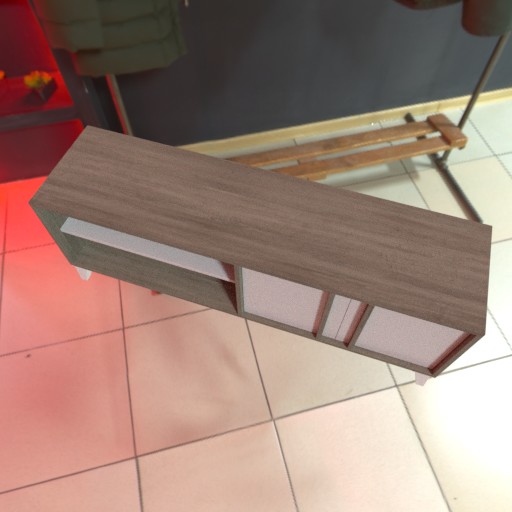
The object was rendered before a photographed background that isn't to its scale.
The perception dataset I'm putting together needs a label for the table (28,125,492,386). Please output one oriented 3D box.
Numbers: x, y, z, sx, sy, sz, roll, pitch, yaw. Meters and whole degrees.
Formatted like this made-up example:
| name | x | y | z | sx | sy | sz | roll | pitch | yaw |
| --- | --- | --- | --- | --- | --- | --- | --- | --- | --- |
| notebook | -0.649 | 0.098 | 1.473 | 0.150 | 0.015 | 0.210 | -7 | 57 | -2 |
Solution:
| name | x | y | z | sx | sy | sz | roll | pitch | yaw |
| --- | --- | --- | --- | --- | --- | --- | --- | --- | --- |
| table | 0.000 | 0.000 | 1.702 | 1.500 | 0.530 | 0.400 | 16 | 59 | 10 |
